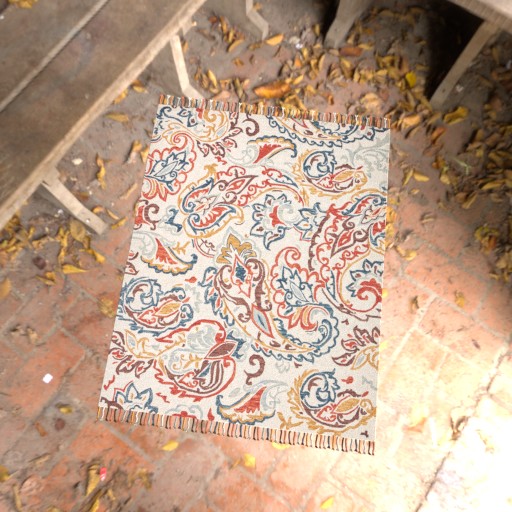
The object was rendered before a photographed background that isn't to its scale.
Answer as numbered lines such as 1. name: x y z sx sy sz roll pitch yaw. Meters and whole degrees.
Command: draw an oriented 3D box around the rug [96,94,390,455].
1. rug: 0.000 0.000 4.252 2.439 0.015 3.274 7 75 2
